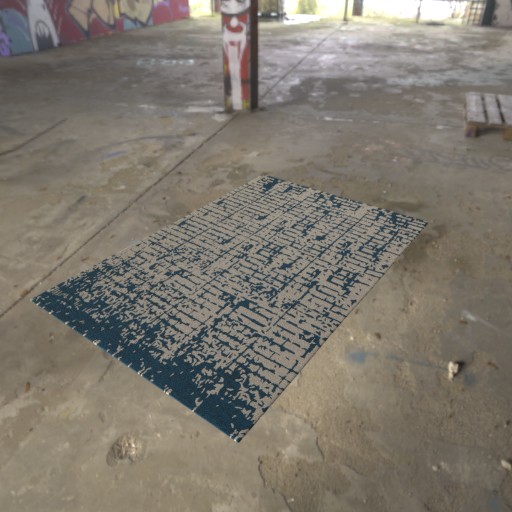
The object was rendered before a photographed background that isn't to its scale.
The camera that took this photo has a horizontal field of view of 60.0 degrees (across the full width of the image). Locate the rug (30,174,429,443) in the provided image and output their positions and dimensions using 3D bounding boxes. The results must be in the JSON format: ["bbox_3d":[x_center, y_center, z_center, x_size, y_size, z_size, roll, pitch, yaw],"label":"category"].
[{"bbox_3d":[0.000,0.000,2.339,1.220,0.007,1.828,22,39,30],"label":"rug"}]
